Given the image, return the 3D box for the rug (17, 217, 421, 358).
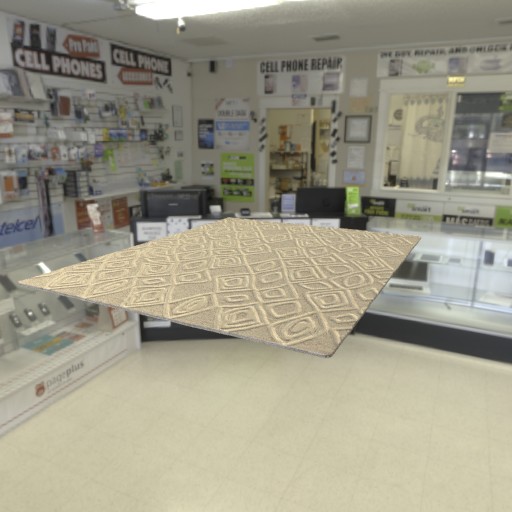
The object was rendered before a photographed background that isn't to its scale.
[{"bbox_3d":[0.000,0.000,4.046,2.449,0.025,3.049,8,17,27],"label":"rug"}]
